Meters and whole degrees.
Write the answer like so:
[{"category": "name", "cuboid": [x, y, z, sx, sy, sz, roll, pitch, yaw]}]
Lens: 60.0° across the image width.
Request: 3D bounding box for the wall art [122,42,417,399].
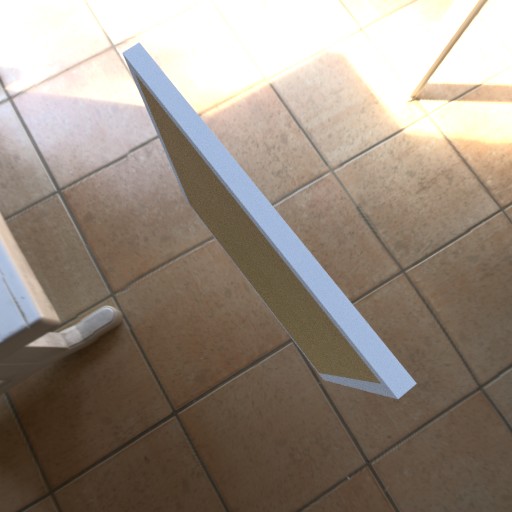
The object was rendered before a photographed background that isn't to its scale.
[{"category": "wall art", "cuboid": [0.000, 0.000, 1.115, 0.038, 0.761, 0.763, -36, 79, -8]}]
